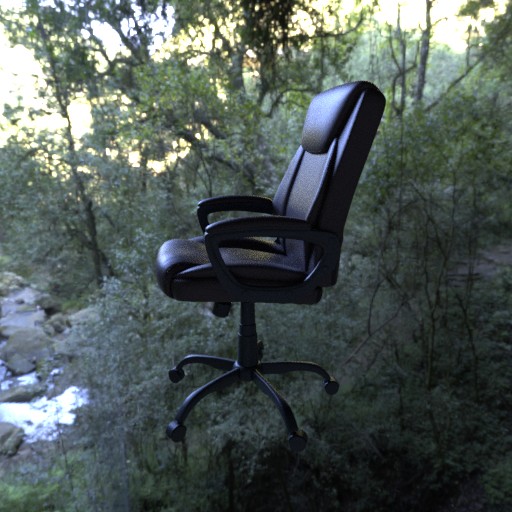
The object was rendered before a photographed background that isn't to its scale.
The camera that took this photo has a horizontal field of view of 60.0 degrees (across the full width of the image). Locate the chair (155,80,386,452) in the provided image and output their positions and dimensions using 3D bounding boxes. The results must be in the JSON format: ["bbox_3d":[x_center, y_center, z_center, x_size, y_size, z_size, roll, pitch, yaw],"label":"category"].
[{"bbox_3d":[0.000,0.000,1.475,0.655,1.072,0.615,-2,14,-9],"label":"chair"}]
